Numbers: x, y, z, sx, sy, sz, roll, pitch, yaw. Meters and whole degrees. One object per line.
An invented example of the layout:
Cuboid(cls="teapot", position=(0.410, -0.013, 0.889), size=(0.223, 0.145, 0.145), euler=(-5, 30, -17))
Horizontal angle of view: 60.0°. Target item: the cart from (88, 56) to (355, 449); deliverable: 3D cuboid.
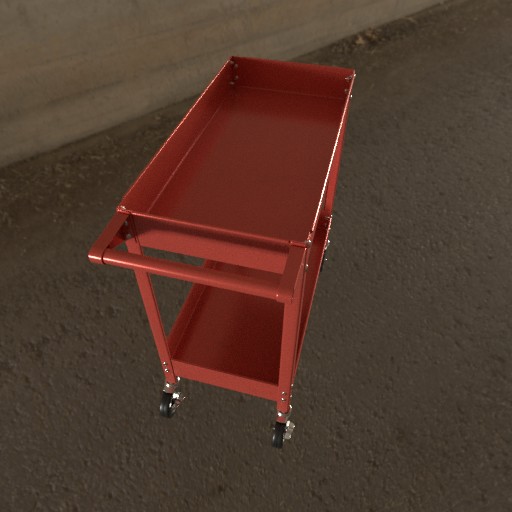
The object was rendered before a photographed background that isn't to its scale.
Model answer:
Cuboid(cls="cart", position=(0.000, 0.000, 1.178), size=(0.366, 0.719, 0.779), euler=(11, 47, 10))
